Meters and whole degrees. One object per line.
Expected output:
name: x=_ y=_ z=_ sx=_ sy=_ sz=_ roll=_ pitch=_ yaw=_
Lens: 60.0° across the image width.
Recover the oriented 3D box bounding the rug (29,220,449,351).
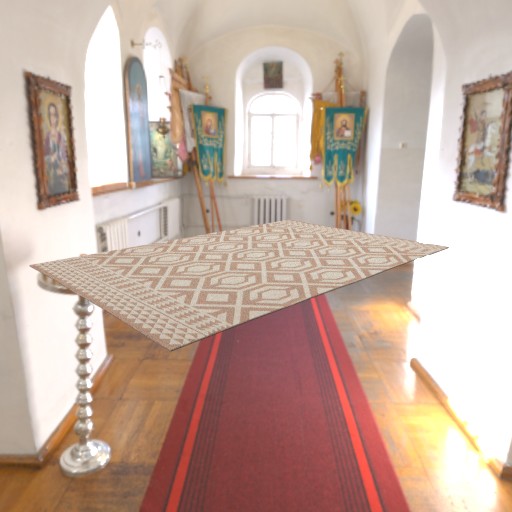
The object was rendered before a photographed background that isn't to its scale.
rug: x=0.000 y=0.000 z=2.296 sx=1.829 sy=0.008 sz=1.219 roll=-13 pitch=20 yaw=-42
